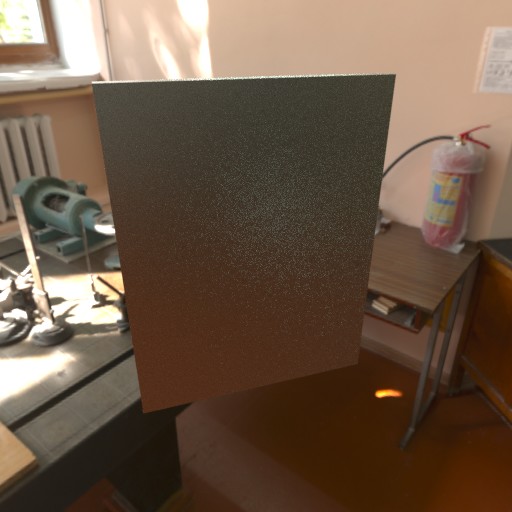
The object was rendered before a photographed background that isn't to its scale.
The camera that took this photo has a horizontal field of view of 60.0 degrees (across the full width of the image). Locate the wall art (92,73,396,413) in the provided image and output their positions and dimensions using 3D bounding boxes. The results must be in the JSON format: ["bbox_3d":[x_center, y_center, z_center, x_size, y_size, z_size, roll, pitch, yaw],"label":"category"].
[{"bbox_3d":[0.000,0.000,0.759,0.444,0.569,0.025,-8,28,-16],"label":"wall art"}]
